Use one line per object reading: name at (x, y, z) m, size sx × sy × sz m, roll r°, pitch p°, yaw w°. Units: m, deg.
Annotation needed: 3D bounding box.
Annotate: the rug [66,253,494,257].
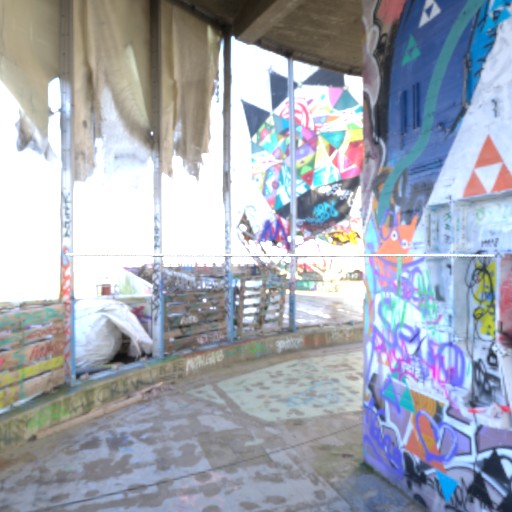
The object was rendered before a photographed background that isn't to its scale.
rug at (0.000, 0.000, 3.900) m, size 2.945 × 0.014 × 2.353 m, roll 0°, pitch 0°, yaw -20°
